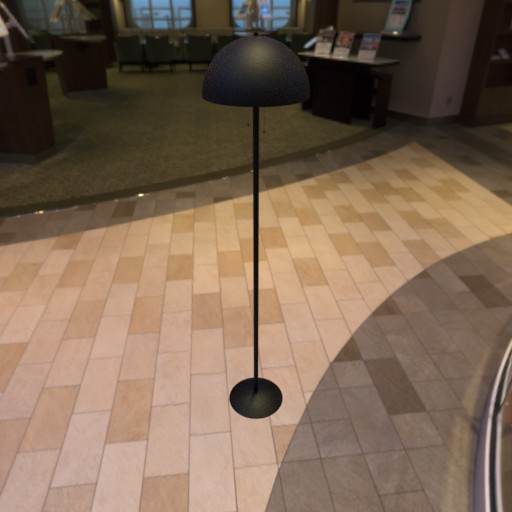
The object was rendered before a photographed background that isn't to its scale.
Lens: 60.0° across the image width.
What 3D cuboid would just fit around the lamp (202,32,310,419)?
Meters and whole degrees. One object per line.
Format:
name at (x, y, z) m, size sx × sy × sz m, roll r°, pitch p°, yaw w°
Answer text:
lamp at (0.000, 0.000, 1.640) m, size 0.328 × 1.480 × 0.328 m, roll 21°, pitch 36°, yaw 32°
